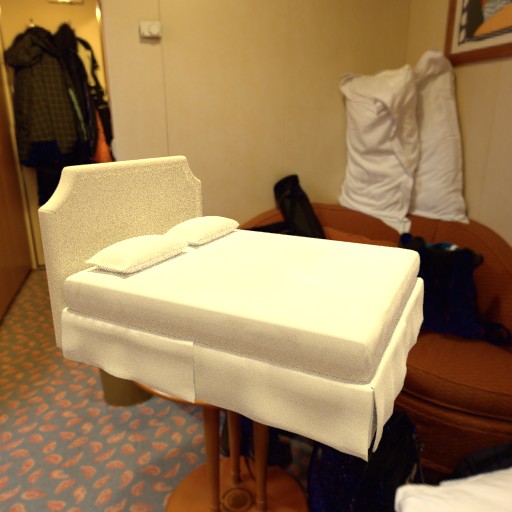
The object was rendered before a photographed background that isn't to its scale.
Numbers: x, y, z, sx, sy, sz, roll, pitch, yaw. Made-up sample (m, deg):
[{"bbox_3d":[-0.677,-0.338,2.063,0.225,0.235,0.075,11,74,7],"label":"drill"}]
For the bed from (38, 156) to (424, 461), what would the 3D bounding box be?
[{"bbox_3d":[0.000,0.000,3.974,2.773,1.590,2.350,8,18,26],"label":"bed"}]
